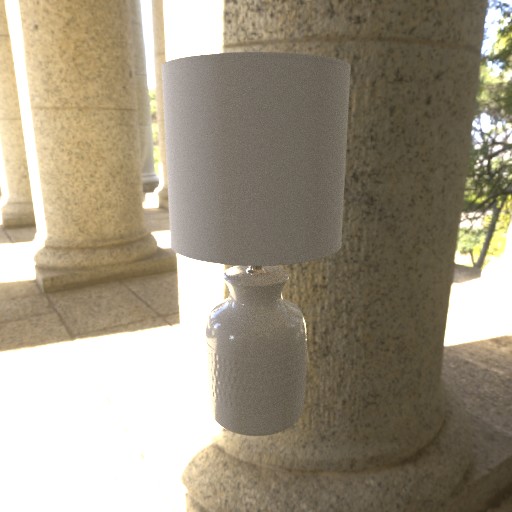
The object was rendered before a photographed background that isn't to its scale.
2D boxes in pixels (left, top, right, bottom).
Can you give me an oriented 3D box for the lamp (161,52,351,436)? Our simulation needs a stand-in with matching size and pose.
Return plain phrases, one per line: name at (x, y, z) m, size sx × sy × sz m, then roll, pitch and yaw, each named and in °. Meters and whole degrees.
lamp at (0.000, 0.000, 0.499) m, size 0.188 × 0.392 × 0.188 m, roll 8°, pitch 17°, yaw 26°
